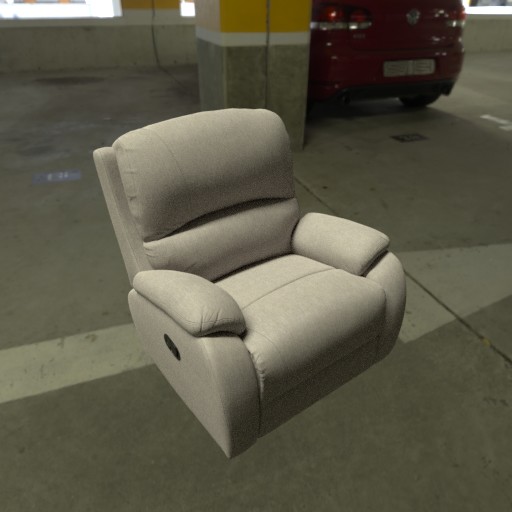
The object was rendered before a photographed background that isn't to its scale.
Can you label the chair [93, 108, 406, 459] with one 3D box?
[{"bbox_3d":[0.000,0.000,1.770,0.930,1.011,0.899,-21,36,-32],"label":"chair"}]
